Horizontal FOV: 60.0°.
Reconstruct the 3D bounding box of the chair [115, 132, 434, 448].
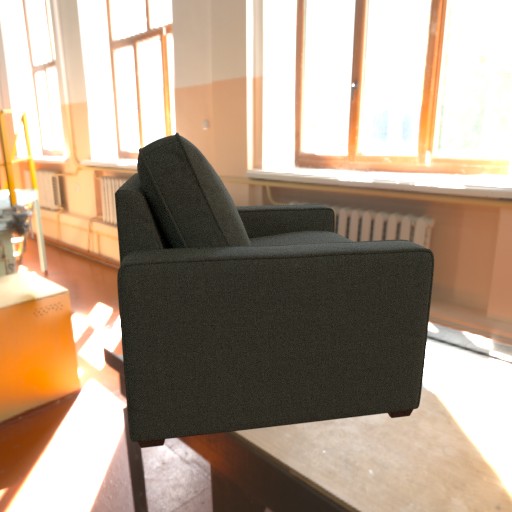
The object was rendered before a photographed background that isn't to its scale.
[{"bbox_3d":[0.000,0.000,1.735,0.940,0.919,1.017,-3,15,-10],"label":"chair"}]
